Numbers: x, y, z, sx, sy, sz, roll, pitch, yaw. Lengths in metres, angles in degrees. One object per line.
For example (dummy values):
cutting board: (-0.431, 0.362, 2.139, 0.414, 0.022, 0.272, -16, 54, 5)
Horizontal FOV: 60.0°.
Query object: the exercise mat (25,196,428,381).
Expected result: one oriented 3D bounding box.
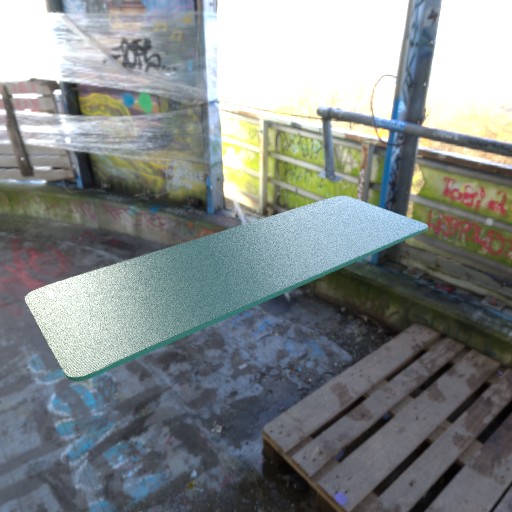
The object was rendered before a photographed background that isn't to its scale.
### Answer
exercise mat: (0.000, 0.000, 2.035, 1.869, 0.021, 0.616, -20, 34, -33)
